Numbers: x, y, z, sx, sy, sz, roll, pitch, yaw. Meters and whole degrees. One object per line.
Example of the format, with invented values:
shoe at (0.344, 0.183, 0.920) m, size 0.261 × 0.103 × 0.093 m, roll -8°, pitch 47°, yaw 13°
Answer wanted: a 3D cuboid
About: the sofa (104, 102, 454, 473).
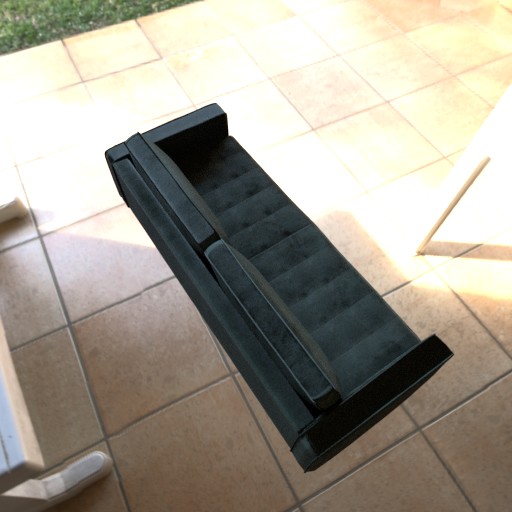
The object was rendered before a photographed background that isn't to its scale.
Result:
sofa at (0.000, 0.000, 2.626) m, size 0.886 × 0.781 × 2.214 m, roll -30°, pitch 63°, yaw -17°
